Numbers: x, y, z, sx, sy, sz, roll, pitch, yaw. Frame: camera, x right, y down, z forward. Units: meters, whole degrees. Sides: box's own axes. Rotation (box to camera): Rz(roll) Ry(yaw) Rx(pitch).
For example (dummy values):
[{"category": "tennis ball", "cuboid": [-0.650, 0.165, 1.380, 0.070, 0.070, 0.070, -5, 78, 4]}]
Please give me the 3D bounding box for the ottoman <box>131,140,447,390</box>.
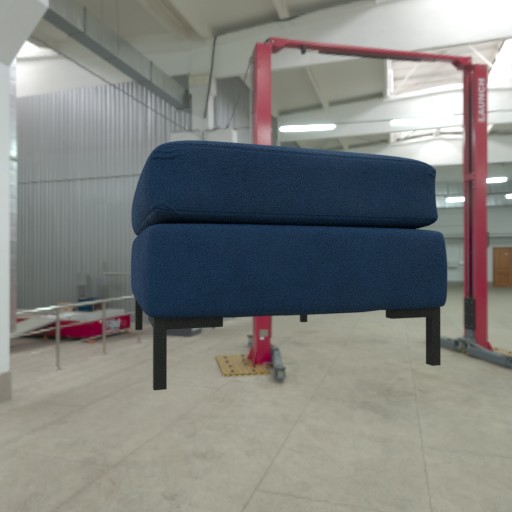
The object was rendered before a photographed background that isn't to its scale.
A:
[{"category": "ottoman", "cuboid": [0.000, 0.000, 1.234, 0.655, 0.485, 0.794, 0, 0, -18]}]
